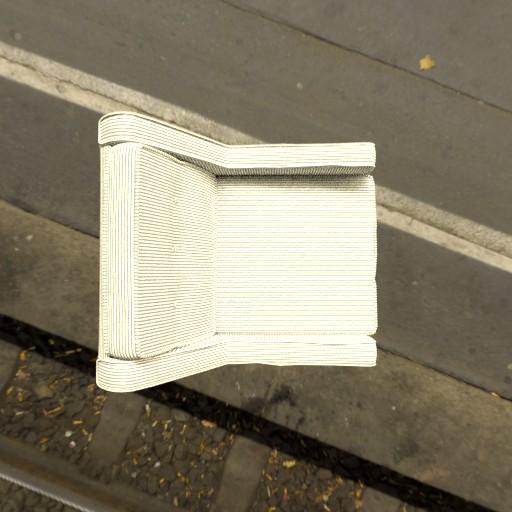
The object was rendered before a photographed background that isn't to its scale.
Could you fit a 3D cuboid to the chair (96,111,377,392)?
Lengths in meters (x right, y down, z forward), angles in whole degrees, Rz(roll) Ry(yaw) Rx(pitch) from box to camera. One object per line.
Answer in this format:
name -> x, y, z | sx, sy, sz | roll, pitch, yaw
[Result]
chair -> 0.000, 0.000, 1.367 | 0.743, 0.792, 0.663 | 0, 89, 1
